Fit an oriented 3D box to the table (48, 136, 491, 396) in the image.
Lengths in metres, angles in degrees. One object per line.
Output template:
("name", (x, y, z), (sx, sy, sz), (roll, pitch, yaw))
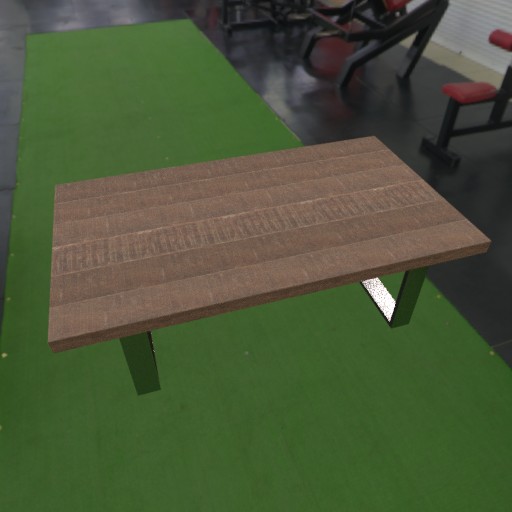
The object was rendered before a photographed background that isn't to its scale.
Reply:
("table", (0.000, 0.000, 1.755), (1.400, 0.440, 0.800), (-12, 43, -13))
